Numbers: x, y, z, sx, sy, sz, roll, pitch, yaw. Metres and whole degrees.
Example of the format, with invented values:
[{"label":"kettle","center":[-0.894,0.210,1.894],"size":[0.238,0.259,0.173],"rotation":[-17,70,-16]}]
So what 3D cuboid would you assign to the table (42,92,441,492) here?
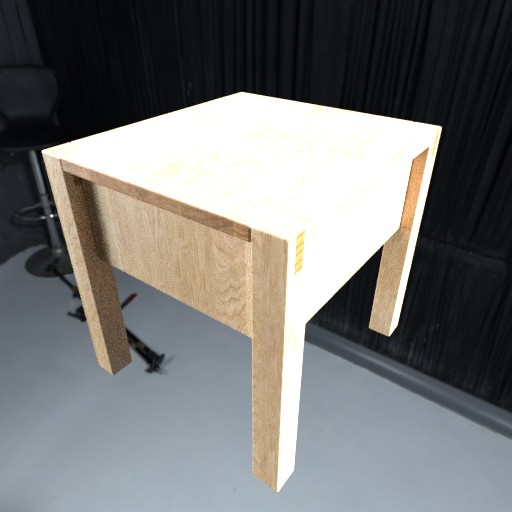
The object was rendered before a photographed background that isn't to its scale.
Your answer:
[{"label":"table","center":[0.000,0.000,0.830],"size":[0.440,0.450,0.480],"rotation":[22,39,30]}]
